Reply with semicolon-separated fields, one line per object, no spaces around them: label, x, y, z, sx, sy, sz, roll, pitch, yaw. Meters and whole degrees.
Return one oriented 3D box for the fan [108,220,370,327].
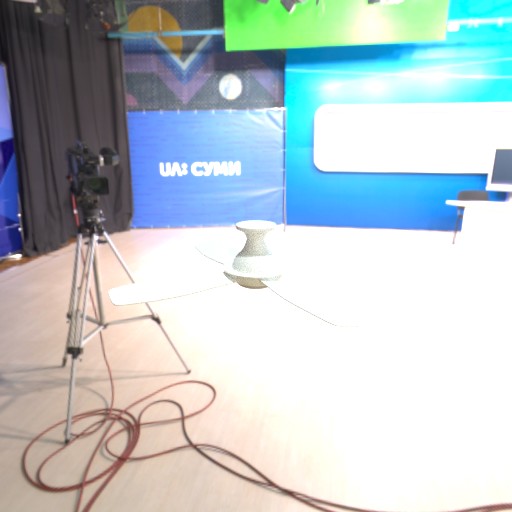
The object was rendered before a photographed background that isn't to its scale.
fan;0.000;0.000;2.614;1.694;0.382;1.693;-9;18;-27
